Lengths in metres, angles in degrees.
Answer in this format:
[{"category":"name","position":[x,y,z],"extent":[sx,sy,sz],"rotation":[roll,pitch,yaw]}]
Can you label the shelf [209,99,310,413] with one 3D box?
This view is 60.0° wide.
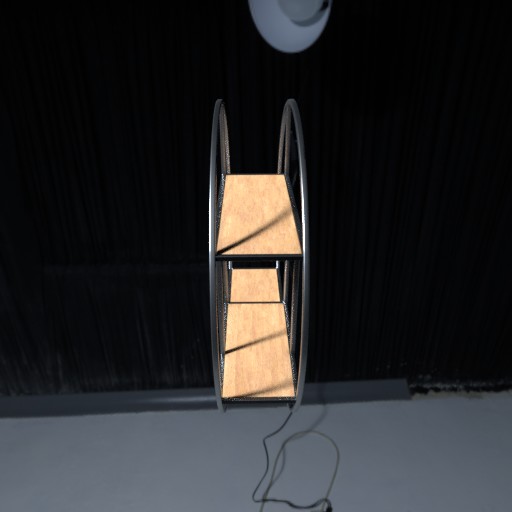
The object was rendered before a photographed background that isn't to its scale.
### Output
[{"category":"shelf","position":[0.000,0.000,1.332],"extent":[0.202,0.888,0.888],"rotation":[0,29,-1]}]
